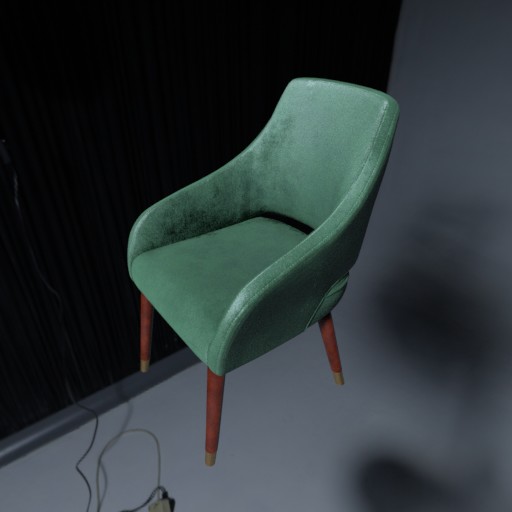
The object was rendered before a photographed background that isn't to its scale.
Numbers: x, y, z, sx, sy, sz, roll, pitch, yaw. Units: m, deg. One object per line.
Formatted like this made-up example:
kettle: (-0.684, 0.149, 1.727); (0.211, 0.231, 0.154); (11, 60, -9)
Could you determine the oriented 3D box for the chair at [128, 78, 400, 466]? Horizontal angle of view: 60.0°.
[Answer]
chair: (0.000, 0.000, 1.571); (0.794, 1.081, 0.683); (-21, 37, -30)
